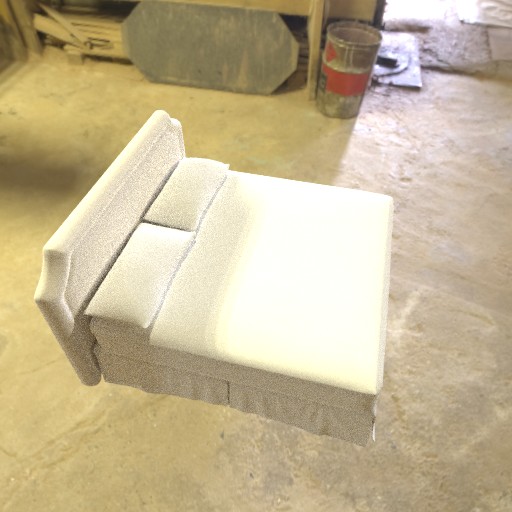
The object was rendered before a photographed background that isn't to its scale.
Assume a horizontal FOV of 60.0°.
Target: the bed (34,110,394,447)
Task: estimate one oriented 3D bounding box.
[{"bbox_3d":[0.000,0.000,3.455,2.204,1.301,2.160,11,47,10],"label":"bed"}]
